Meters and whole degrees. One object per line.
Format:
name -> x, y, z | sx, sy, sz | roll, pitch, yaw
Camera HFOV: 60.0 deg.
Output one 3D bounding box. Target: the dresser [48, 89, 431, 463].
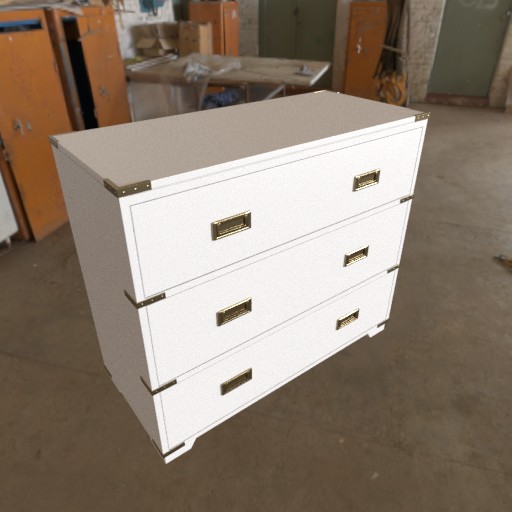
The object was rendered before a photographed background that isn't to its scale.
dresser -> 0.000, 0.000, 1.501 | 1.022, 0.891, 0.460 | -22, 37, -31
